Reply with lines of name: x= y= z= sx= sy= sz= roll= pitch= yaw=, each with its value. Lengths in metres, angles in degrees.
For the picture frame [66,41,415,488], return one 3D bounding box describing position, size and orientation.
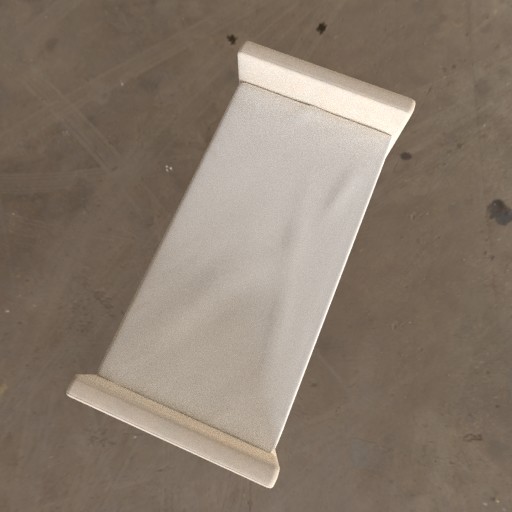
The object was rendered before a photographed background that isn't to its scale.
picture frame: x=0.000 y=0.000 z=2.712 sx=1.069 sy=0.891 sz=2.161 roll=22 pitch=76 yaw=6
